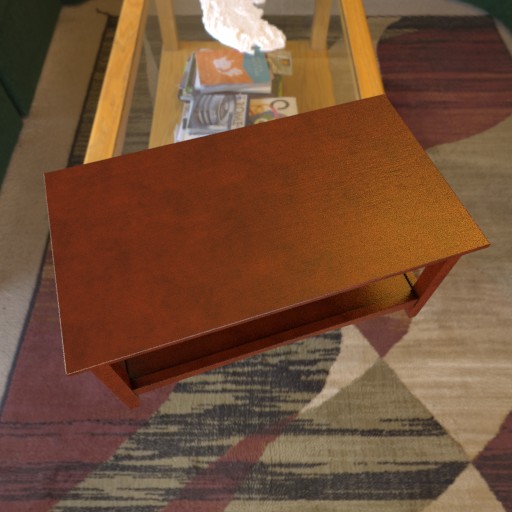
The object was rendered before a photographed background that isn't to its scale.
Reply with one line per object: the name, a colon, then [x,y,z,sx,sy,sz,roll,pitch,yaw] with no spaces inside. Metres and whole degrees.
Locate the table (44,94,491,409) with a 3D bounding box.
table: [0.000,0.000,1.247,0.943,0.456,0.533,-16,60,-9]
